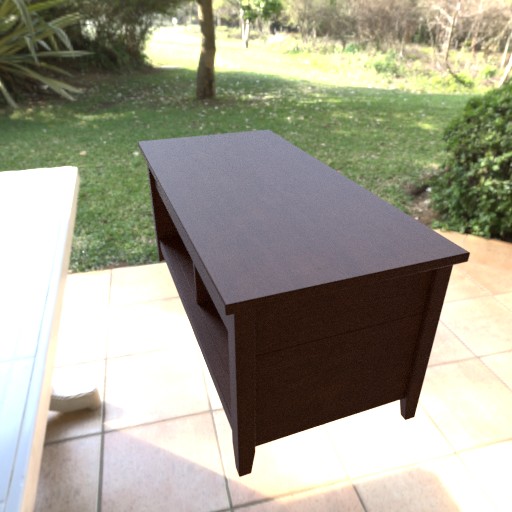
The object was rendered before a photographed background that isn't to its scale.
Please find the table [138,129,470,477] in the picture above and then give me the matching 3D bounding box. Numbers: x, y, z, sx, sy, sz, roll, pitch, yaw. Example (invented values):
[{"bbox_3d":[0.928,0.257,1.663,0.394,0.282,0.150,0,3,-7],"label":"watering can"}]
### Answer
[{"bbox_3d":[0.000,0.000,1.287,0.483,0.457,1.016,-10,31,-18],"label":"table"}]
